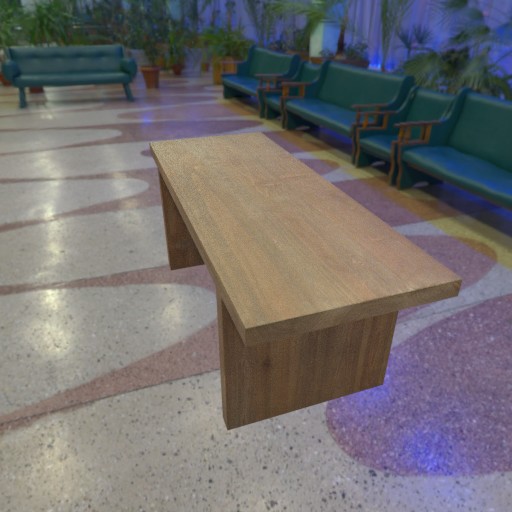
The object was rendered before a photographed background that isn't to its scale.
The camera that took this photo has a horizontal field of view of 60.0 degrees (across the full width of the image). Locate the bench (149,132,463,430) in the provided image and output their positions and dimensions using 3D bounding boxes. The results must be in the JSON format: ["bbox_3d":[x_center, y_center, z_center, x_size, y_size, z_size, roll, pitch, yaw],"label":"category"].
[{"bbox_3d":[0.000,0.000,1.417,0.458,0.458,1.183,-10,32,-17],"label":"bench"}]
